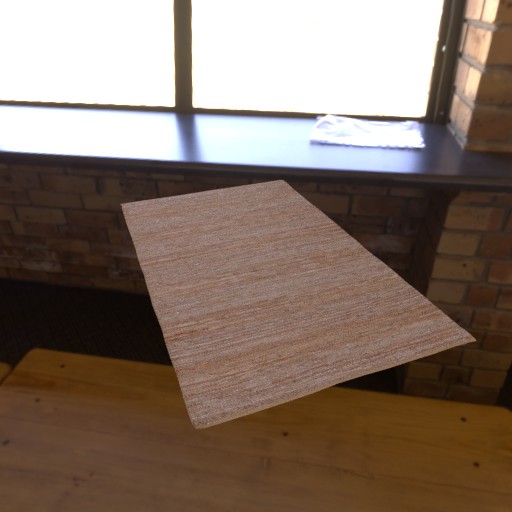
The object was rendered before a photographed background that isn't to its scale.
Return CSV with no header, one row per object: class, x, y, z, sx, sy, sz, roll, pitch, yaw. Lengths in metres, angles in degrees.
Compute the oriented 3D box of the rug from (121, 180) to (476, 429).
rug,0.000,0.000,3.057,1.529,0.009,2.446,-12,33,-18
